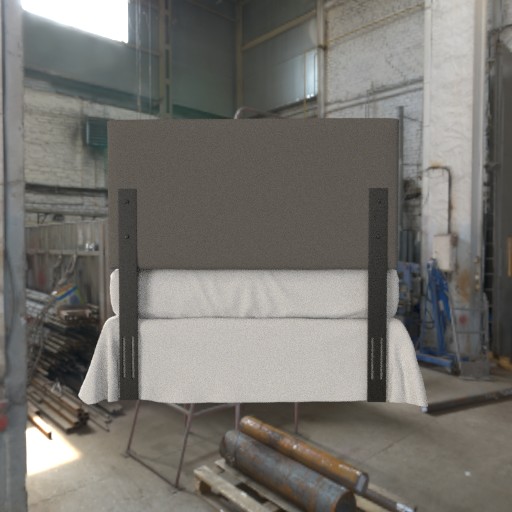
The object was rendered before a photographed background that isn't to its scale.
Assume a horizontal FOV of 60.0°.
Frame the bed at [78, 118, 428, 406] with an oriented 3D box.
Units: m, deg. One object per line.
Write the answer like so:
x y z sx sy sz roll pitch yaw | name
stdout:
0.000 0.000 3.484 1.936 1.577 2.222 0 2 1 | bed
